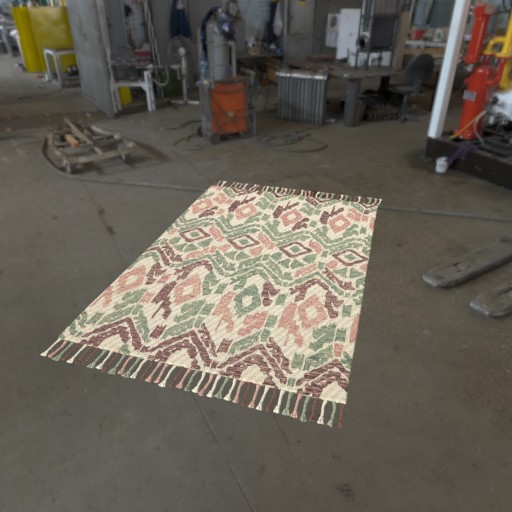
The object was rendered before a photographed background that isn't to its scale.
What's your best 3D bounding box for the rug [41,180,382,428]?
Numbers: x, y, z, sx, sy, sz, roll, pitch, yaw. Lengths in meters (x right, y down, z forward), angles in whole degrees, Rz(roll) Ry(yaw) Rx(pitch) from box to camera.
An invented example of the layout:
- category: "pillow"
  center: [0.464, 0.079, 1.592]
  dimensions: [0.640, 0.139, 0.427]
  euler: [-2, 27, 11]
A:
- category: "rug"
  center: [0.000, 0.000, 2.985]
  dimensions: [1.524, 0.011, 2.438]
  euler: [9, 32, 14]
